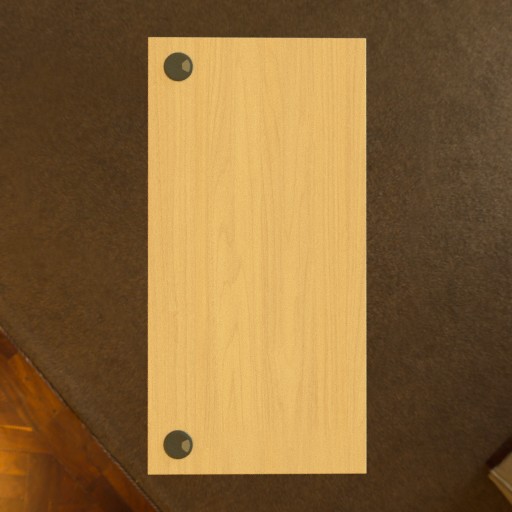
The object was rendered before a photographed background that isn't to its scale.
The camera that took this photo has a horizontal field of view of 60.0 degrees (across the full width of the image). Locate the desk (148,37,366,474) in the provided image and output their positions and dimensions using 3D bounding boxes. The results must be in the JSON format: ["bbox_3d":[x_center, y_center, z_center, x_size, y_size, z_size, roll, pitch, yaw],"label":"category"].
[{"bbox_3d":[0.000,0.000,1.591,0.600,0.750,1.200,0,90,-1],"label":"desk"}]
